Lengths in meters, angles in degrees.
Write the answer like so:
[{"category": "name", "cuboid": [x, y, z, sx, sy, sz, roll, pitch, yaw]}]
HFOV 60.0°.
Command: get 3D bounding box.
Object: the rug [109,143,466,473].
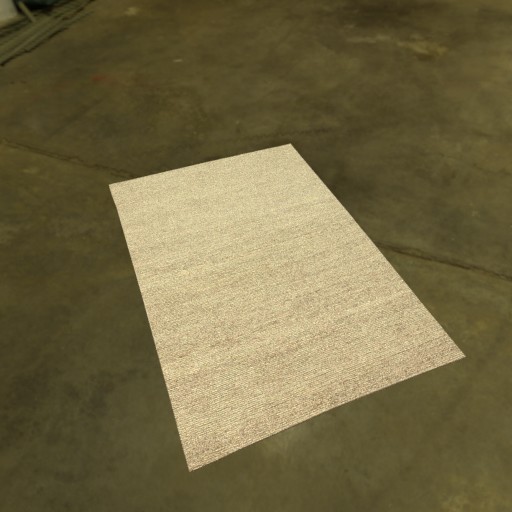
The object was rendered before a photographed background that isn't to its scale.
[{"category": "rug", "cuboid": [0.000, 0.000, 3.009, 1.609, 0.030, 2.342, -16, 49, -15]}]
